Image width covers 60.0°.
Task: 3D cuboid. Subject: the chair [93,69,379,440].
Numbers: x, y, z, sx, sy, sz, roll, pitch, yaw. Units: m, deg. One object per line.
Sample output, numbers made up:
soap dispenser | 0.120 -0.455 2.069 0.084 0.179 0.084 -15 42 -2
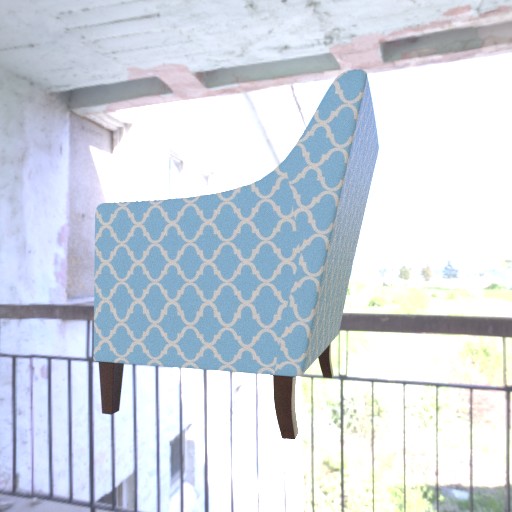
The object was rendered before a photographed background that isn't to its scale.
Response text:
chair | 0.000 0.000 1.315 0.686 0.817 0.617 0 -1 18
